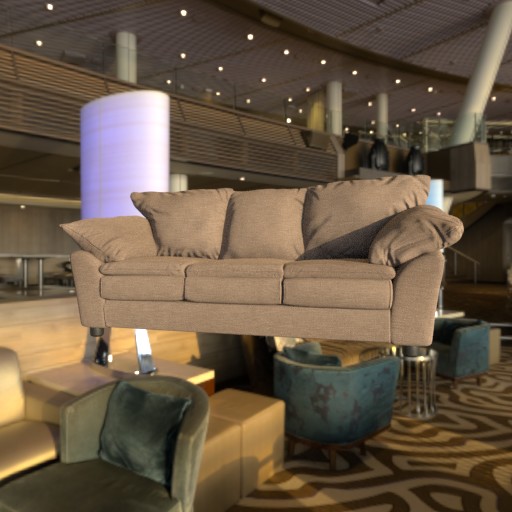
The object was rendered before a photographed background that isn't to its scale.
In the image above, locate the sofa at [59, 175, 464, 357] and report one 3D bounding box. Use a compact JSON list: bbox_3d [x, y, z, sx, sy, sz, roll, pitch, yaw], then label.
[{"bbox_3d":[0.000,0.000,2.887,2.390,1.043,0.927,0,0,18],"label":"sofa"}]
